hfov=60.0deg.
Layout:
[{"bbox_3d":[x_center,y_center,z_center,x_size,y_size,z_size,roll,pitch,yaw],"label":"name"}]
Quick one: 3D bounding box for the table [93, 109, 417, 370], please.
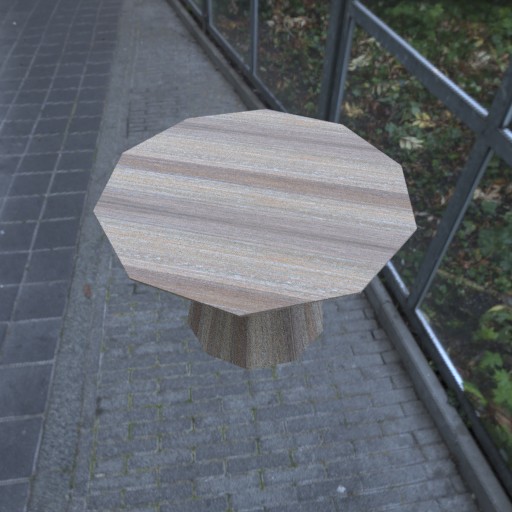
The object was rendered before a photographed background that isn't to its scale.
[{"bbox_3d":[0.000,0.000,1.938,1.186,0.752,1.186,0,46,0],"label":"table"}]
